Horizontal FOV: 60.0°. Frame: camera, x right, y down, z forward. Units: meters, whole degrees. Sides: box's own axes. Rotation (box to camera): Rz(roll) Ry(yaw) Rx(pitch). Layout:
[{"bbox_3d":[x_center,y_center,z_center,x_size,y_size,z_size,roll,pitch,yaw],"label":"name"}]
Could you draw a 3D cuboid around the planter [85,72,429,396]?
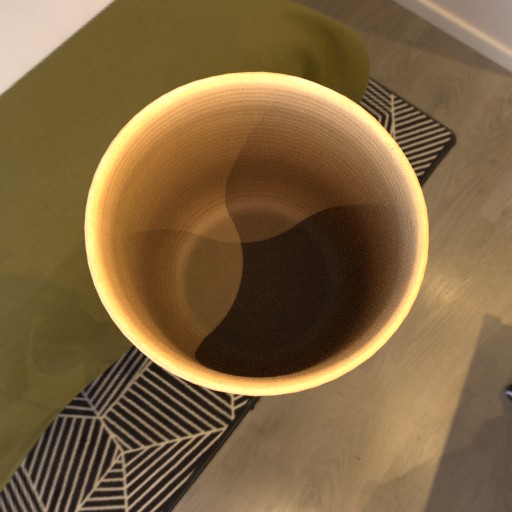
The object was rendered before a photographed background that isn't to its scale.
[{"bbox_3d":[0.000,0.000,0.281,0.170,0.152,0.170,0,75,0],"label":"planter"}]
